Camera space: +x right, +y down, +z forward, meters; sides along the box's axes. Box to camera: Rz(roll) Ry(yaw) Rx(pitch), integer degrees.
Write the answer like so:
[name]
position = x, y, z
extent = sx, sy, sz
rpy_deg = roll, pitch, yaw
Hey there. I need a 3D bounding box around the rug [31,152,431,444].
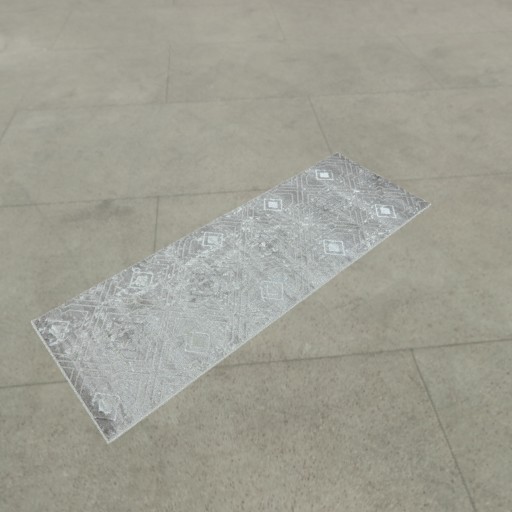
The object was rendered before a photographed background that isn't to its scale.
[rug]
position = 0.000, 0.000, 2.618
extent = 2.381, 0.035, 0.832
rpy_deg = -32, 54, -27
